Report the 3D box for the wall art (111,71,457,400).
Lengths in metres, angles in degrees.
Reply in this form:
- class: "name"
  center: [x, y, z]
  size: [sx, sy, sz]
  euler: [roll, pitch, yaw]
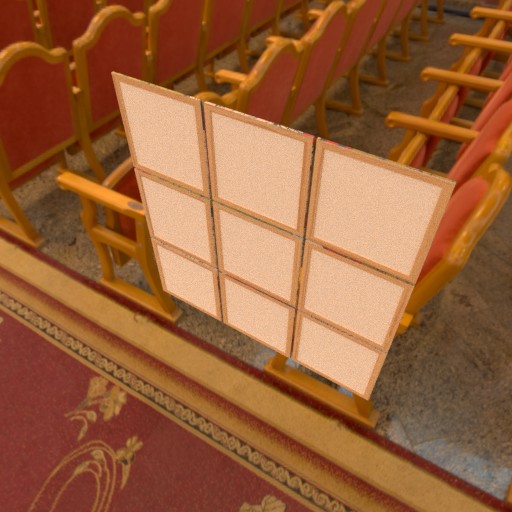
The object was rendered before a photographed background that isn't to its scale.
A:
- class: "wall art"
  center: [0.000, 0.000, 2.256]
  size: [1.519, 1.534, 0.013]
  euler: [25, 51, 22]
